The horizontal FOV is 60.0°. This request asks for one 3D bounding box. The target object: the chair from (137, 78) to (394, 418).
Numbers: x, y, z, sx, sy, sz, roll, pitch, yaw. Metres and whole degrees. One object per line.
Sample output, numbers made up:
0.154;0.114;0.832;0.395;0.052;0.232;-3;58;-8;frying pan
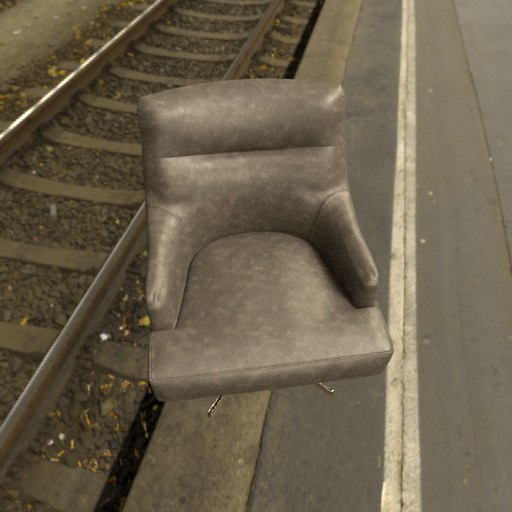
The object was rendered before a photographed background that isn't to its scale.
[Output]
0.000;0.000;1.530;0.738;0.870;0.874;-6;47;-5;chair
